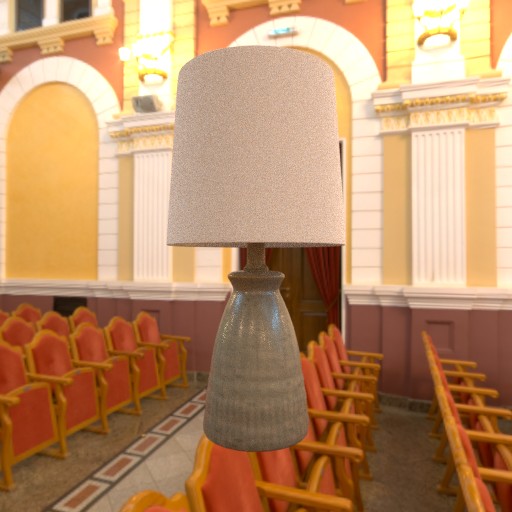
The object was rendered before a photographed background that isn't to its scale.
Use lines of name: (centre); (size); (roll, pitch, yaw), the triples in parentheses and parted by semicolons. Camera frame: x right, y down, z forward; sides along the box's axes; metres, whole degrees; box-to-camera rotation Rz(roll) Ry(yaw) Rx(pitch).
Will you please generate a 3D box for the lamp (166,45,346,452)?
lamp: (0.000, 0.000, 0.470); (0.186, 0.369, 0.186); (0, 0, 0)
